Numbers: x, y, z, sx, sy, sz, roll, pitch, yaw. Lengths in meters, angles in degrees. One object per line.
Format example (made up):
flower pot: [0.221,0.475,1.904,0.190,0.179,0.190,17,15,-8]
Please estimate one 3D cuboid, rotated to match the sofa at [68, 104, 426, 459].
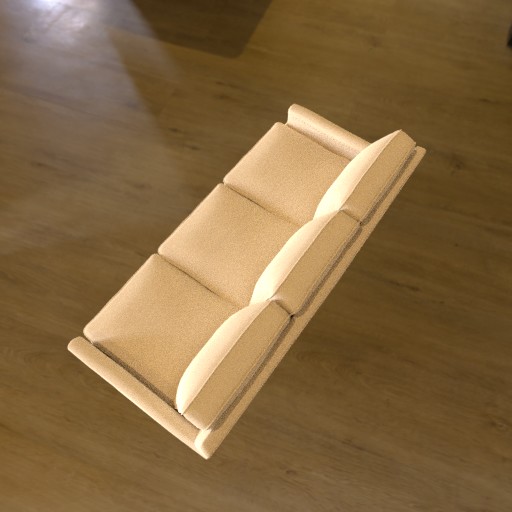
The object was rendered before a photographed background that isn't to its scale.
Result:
sofa: [0.000,0.000,2.809,1.084,1.003,2.246,33,68,15]
